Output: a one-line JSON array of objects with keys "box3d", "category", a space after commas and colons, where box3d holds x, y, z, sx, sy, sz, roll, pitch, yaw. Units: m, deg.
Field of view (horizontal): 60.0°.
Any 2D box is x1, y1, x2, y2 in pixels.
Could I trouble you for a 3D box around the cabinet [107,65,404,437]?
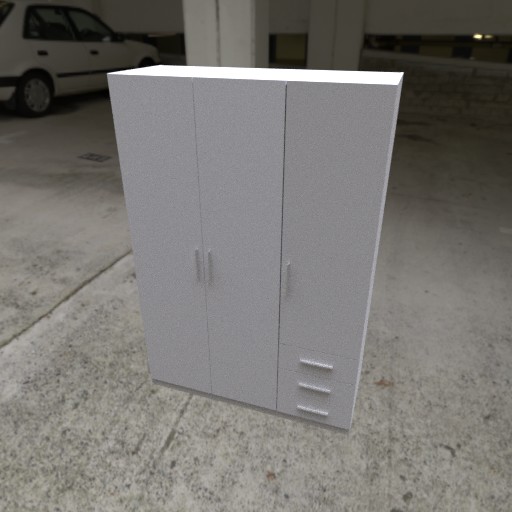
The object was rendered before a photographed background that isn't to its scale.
[{"box3d": [0.000, 0.000, 2.495, 1.290, 1.910, 0.510, 9, 29, 17], "category": "cabinet"}]
